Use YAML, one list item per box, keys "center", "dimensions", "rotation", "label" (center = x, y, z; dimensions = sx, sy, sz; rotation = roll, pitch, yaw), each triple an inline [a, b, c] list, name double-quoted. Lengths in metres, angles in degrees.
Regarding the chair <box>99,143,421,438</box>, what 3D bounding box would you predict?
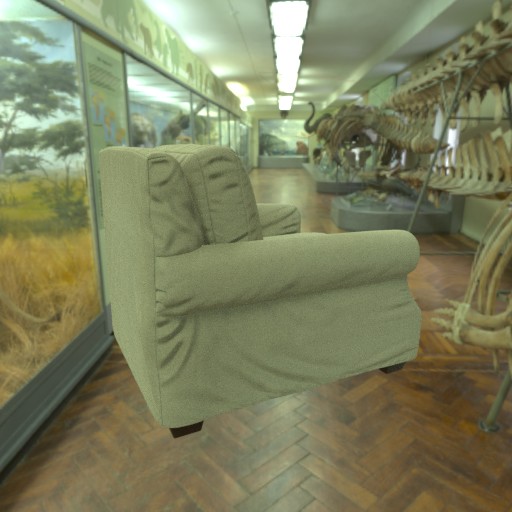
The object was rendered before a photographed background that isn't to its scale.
- center: [0.000, 0.000, 1.759]
  dimensions: [1.066, 0.866, 0.940]
  rotation: [-7, 16, -26]
  label: "chair"
